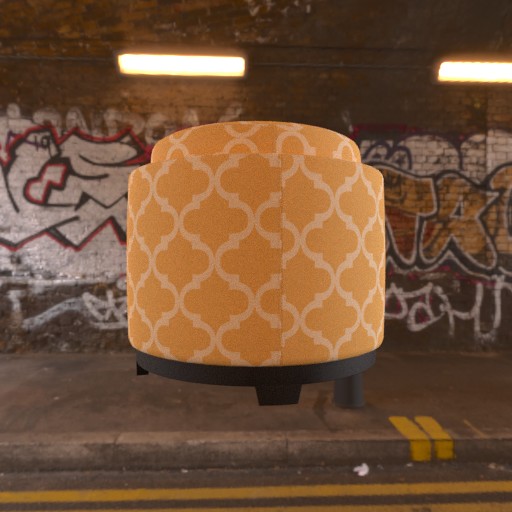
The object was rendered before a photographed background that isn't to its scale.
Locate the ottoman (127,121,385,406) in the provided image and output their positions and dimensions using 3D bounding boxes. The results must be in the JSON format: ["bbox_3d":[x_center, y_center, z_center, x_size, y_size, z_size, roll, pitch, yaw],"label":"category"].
[{"bbox_3d":[0.000,0.000,0.856,0.480,0.429,0.480,0,0,0],"label":"ottoman"}]
